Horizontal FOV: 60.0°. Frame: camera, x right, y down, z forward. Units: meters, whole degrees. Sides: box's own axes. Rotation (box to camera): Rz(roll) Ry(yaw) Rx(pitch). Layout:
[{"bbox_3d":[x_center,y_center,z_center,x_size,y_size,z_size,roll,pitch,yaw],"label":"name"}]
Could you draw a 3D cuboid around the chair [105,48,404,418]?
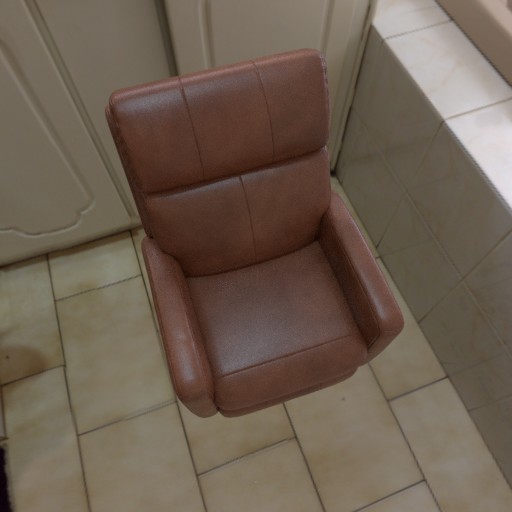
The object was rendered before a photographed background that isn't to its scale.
[{"bbox_3d":[0.000,0.000,1.613,0.787,1.016,0.939,-16,64,-8],"label":"chair"}]
